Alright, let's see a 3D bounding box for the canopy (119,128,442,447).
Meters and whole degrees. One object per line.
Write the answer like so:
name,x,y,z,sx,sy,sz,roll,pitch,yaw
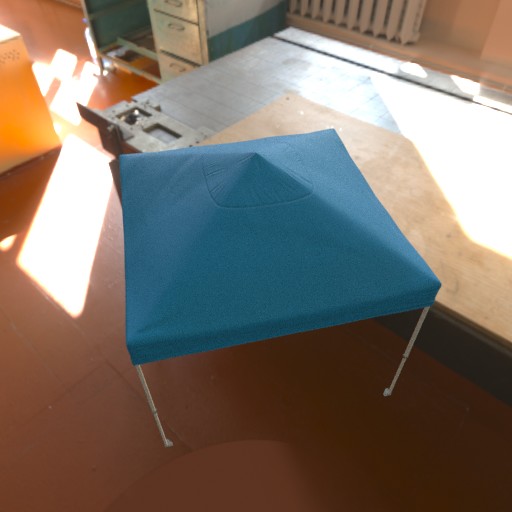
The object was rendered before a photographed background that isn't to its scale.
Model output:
canopy,0.000,0.000,5.545,2.998,2.997,2.996,-10,47,-9
